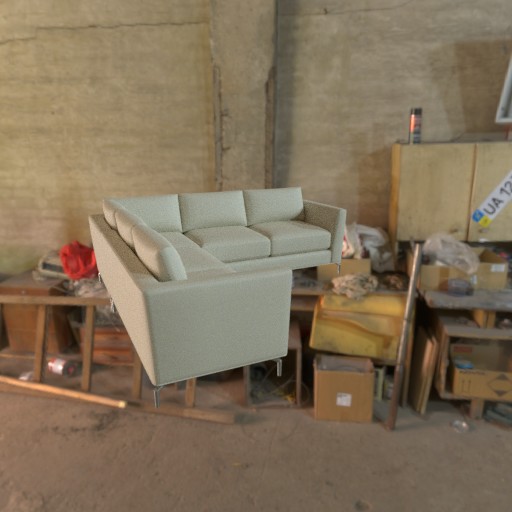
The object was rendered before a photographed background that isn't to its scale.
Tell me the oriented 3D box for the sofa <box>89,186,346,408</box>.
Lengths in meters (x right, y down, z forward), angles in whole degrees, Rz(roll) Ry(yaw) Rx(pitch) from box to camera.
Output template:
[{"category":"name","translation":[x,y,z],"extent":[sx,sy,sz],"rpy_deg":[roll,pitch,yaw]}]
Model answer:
[{"category":"sofa","translation":[0.000,0.000,3.813],"extent":[2.448,0.867,2.430],"rpy_deg":[-7,17,-25]}]
